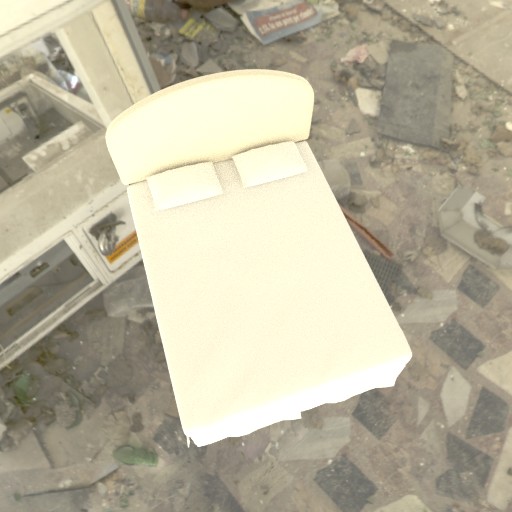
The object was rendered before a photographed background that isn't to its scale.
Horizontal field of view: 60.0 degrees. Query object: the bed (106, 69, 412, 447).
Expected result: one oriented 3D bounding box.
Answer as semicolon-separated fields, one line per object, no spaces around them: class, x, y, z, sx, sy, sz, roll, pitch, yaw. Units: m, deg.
bed;0.000;0.000;3.016;1.607;1.410;2.005;-16;63;-8
